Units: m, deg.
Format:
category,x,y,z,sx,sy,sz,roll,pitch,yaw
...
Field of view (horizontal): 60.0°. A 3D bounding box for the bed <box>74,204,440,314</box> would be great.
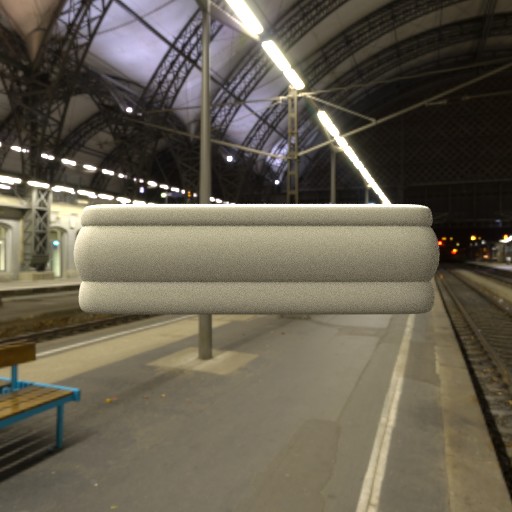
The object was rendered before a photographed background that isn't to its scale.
category,x,y,z,sx,sy,sz,roll,pitch,yaw
bed,0.000,0.000,2.711,1.520,0.460,2.036,0,0,0
